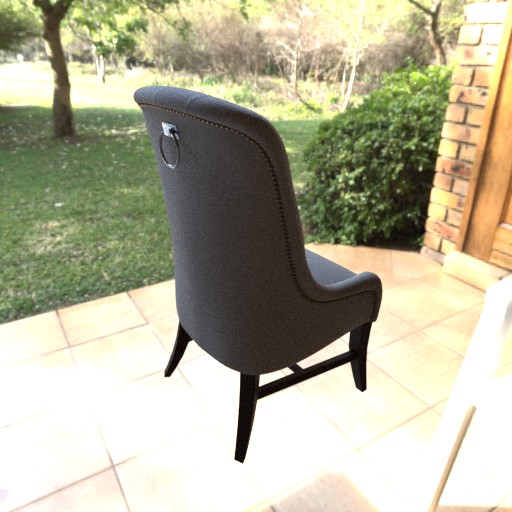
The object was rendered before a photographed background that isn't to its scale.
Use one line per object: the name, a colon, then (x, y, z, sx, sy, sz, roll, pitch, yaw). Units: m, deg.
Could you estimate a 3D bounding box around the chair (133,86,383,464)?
chair: (0.000, 0.000, 1.485, 0.629, 1.091, 0.634, -18, 31, -33)
